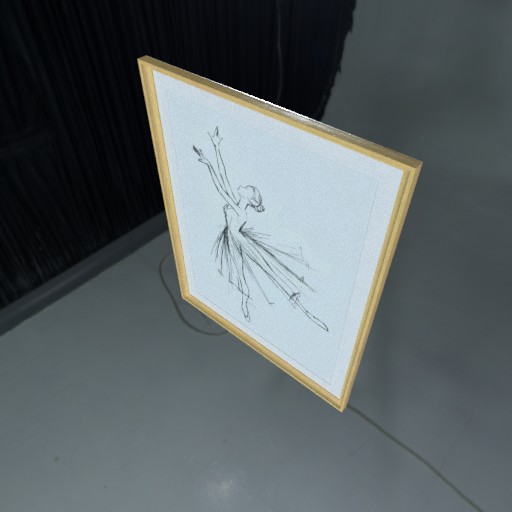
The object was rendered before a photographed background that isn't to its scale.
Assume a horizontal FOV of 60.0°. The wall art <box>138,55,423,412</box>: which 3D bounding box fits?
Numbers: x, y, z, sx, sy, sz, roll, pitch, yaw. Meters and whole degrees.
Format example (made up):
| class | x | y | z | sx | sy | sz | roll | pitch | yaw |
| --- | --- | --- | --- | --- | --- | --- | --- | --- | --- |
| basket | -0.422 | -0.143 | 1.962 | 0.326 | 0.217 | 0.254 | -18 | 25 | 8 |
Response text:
| class | x | y | z | sx | sy | sz | roll | pitch | yaw |
| --- | --- | --- | --- | --- | --- | --- | --- | --- | --- |
| wall art | 0.000 | 0.000 | 1.366 | 0.798 | 1.002 | 0.030 | 31 | 53 | 27 |
